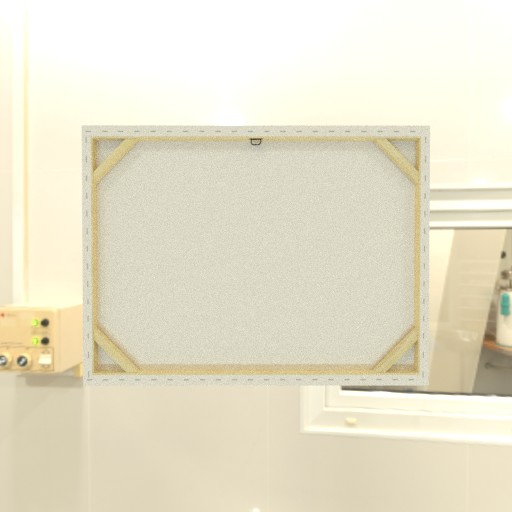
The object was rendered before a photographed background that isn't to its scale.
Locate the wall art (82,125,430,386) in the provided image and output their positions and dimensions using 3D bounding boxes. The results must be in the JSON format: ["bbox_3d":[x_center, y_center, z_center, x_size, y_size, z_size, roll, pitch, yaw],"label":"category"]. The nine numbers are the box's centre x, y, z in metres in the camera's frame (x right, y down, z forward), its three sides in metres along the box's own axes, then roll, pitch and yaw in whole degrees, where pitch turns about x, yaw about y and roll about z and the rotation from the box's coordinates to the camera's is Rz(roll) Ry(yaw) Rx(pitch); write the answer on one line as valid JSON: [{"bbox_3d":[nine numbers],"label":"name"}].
[{"bbox_3d":[0.000,0.000,1.317,1.016,0.762,0.038,0,1,0],"label":"wall art"}]
